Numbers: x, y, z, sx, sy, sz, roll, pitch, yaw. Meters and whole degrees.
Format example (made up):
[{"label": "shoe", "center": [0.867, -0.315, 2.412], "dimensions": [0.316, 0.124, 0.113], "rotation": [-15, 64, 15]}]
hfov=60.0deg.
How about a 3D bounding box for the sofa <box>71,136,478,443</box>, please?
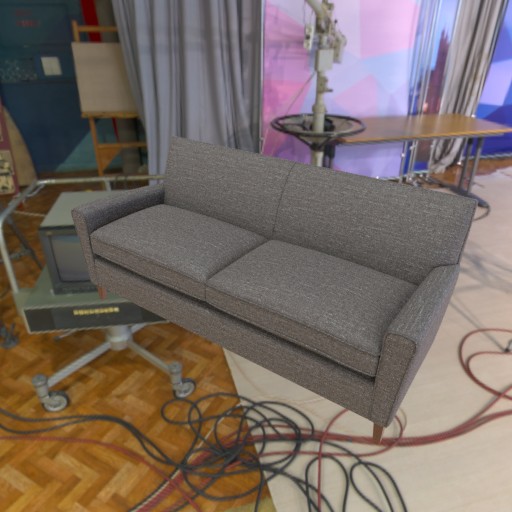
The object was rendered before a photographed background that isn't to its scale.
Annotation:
[{"label": "sofa", "center": [0.000, 0.000, 2.410], "dimensions": [1.976, 0.846, 0.875], "rotation": [19, 35, 30]}]
